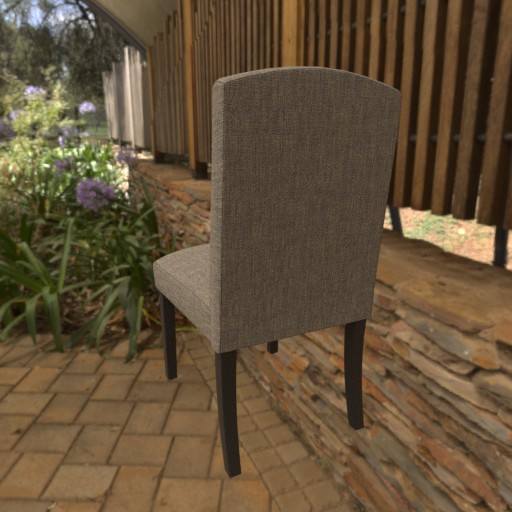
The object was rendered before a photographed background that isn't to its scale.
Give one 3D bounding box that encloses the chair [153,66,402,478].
[{"bbox_3d":[0.000,0.000,1.241,0.451,0.917,0.580,-8,17,-27],"label":"chair"}]
